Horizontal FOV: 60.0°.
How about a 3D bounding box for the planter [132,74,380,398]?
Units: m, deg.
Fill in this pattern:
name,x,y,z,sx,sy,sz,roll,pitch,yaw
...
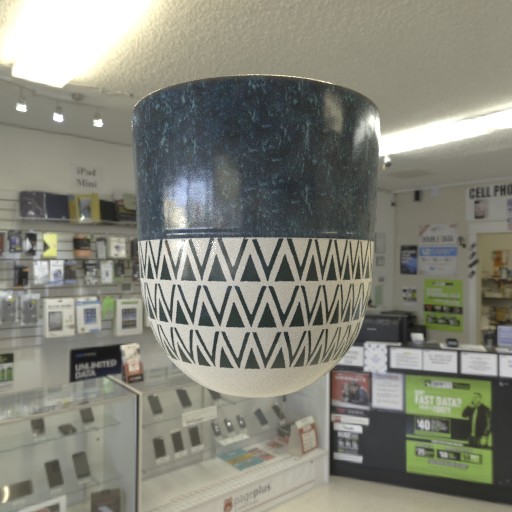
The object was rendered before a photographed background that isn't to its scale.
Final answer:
name,x,y,z,sx,sy,sz,roll,pitch,yaw
planter,0.000,0.000,0.359,0.195,0.214,0.195,0,-1,0
